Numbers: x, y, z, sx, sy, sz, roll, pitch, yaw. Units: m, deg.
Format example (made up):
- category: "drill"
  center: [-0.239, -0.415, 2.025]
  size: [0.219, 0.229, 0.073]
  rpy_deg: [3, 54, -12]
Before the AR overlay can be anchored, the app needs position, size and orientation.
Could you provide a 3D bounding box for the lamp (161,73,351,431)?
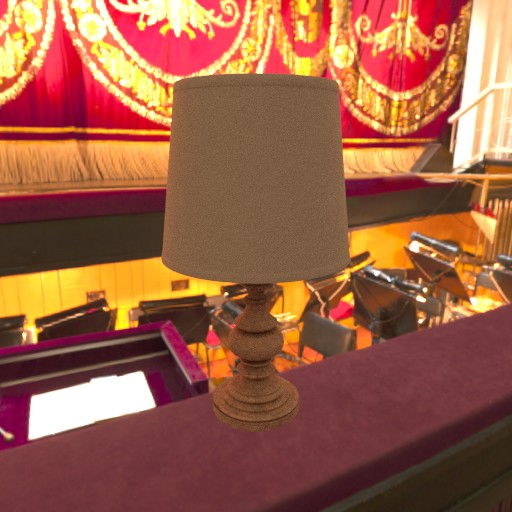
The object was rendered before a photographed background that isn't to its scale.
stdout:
- category: "lamp"
  center: [0.000, 0.000, 0.653]
  size: [0.273, 0.497, 0.273]
  rpy_deg: [0, 15, 0]
